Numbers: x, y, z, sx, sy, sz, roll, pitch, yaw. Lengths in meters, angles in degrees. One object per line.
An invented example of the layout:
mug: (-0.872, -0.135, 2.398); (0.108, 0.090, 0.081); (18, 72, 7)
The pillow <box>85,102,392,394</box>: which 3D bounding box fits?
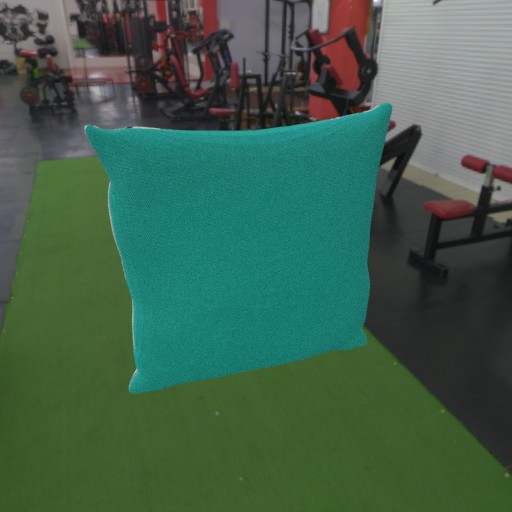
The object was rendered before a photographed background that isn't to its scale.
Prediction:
pillow: (0.000, 0.000, 0.693); (0.440, 0.441, 0.182); (-9, 28, -16)
